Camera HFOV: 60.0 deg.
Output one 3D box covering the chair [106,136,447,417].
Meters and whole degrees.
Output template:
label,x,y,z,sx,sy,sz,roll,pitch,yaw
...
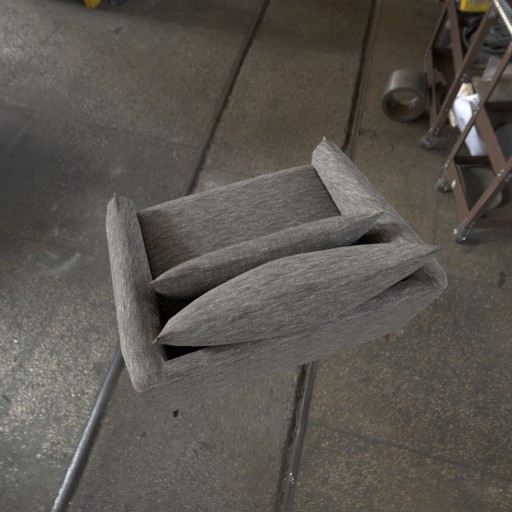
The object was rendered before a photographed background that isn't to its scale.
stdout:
label,x,y,z,sx,sy,sz,roll,pitch,yaw
chair,0.000,0.000,1.595,1.004,0.842,0.805,-17,61,-10
